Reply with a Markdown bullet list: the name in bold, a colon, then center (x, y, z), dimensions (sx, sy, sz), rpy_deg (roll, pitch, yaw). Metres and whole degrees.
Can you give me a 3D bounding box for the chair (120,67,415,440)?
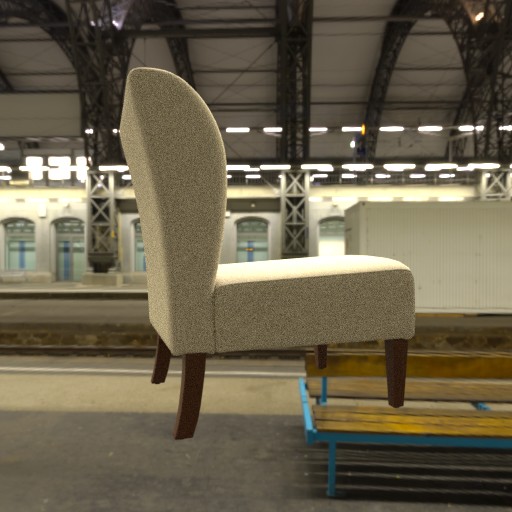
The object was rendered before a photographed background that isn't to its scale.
- **chair**: center (0.000, 0.000, 1.308), dimensions (0.754, 0.833, 0.521), rpy_deg (0, 0, -19)
